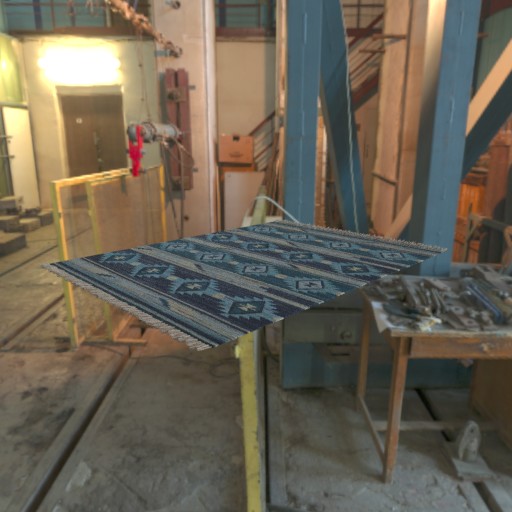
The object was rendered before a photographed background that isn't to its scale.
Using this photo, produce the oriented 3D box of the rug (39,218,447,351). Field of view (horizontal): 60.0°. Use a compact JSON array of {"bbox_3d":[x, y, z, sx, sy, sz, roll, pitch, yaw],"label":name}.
[{"bbox_3d":[0.000,0.000,4.369,3.307,0.047,2.418,-14,21,-43],"label":"rug"}]
